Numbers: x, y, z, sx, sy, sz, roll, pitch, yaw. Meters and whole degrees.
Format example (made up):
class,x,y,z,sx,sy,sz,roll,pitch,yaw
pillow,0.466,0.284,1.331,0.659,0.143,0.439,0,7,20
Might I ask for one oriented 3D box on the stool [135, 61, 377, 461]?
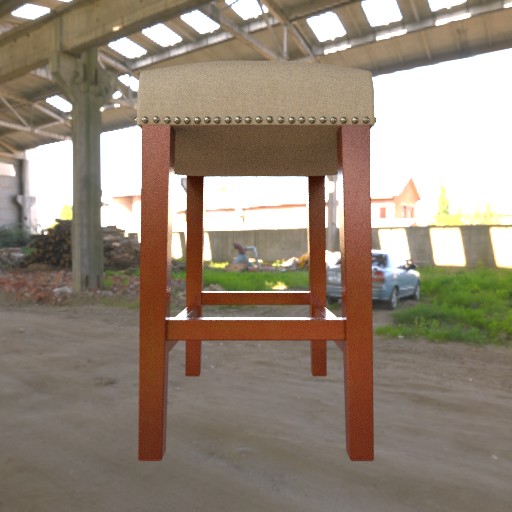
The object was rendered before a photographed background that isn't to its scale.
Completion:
class,x,y,z,sx,sy,sz,roll,pitch,yaw
stool,0.000,0.000,0.932,0.375,0.632,0.509,0,1,0
